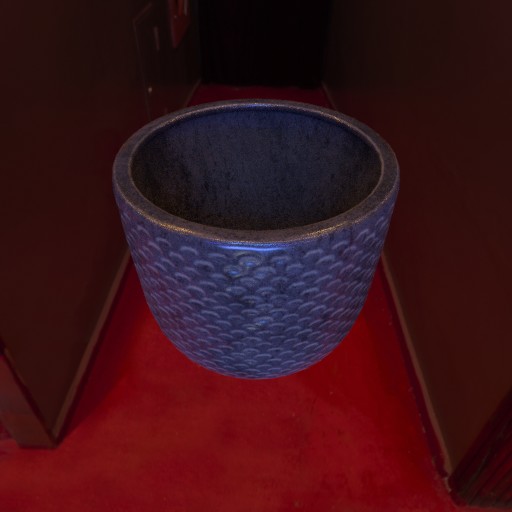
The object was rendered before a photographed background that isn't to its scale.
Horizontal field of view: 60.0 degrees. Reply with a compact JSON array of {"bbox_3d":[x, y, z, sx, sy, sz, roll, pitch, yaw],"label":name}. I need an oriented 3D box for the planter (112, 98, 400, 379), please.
[{"bbox_3d":[0.000,0.000,0.370,0.197,0.191,0.197,0,41,0],"label":"planter"}]
